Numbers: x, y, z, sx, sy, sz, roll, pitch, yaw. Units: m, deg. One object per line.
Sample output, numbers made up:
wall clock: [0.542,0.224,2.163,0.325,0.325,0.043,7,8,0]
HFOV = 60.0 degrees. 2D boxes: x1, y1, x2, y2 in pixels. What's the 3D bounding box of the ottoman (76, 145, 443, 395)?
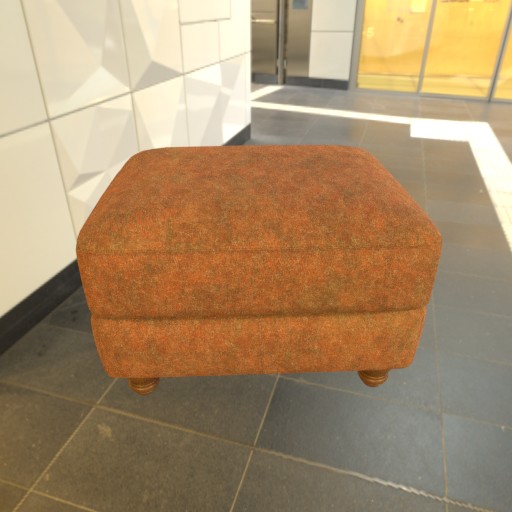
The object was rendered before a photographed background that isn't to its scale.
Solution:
ottoman: [0.000,0.000,1.197,0.787,0.508,0.635,-1,30,-2]
